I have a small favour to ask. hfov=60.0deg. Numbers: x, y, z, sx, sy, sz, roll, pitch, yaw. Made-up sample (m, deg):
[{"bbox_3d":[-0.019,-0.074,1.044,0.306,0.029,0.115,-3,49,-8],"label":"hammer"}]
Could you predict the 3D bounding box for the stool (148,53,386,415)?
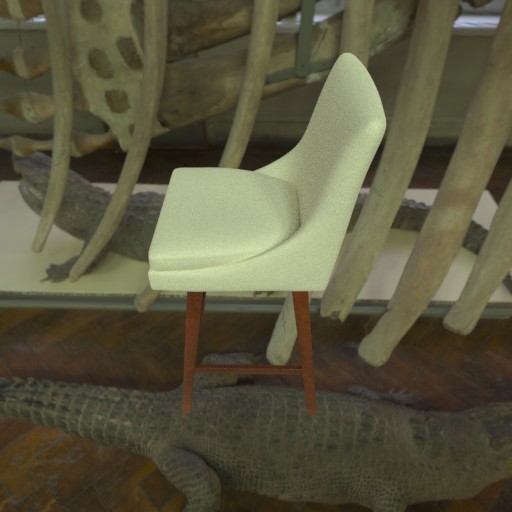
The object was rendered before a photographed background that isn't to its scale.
[{"bbox_3d":[0.000,0.000,1.387,0.559,1.097,0.470,1,42,1],"label":"stool"}]
